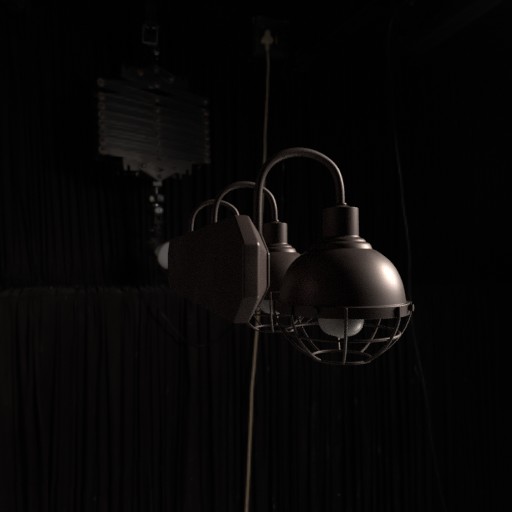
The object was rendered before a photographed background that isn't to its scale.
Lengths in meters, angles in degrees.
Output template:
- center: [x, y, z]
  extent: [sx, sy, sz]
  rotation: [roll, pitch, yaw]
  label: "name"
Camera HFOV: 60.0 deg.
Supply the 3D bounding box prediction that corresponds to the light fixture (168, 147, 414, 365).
- center: [0.000, 0.000, 0.760]
  extent: [0.229, 0.254, 0.634]
  rotation: [0, -1, -18]
  label: "light fixture"
